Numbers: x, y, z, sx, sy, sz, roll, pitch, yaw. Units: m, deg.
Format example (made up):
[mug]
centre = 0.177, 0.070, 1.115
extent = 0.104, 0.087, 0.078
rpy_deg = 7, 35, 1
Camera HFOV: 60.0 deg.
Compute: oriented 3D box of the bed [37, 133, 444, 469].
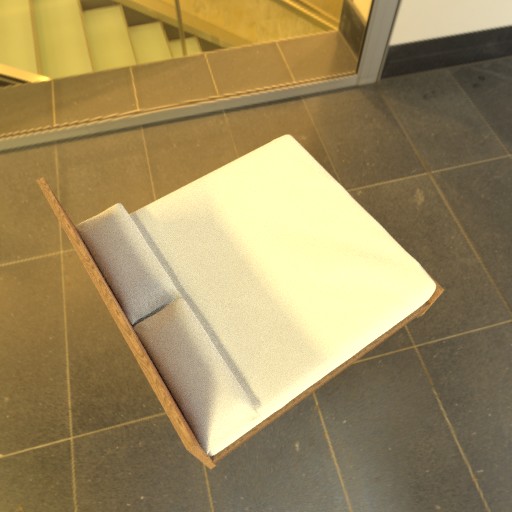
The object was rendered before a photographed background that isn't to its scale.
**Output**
[bed]
centre = 0.000, 0.000, 3.424
extent = 2.184, 1.295, 2.013
rpy_deg = -31, 65, -16
